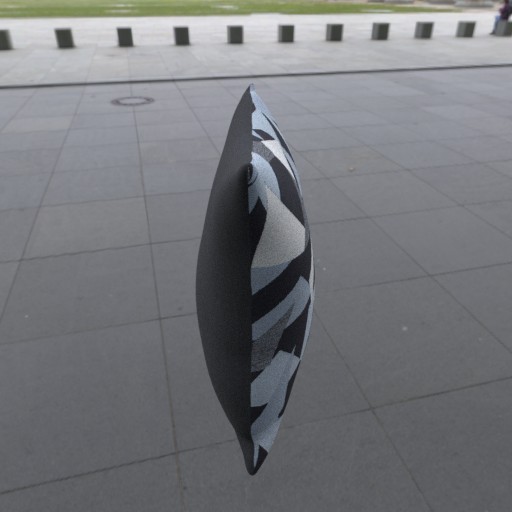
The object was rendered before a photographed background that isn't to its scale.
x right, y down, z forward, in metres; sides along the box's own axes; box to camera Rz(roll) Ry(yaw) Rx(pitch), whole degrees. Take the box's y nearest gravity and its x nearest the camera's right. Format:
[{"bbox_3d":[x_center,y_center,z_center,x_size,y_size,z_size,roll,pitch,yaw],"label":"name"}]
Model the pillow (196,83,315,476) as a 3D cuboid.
[{"bbox_3d":[0.000,0.000,0.770,0.208,0.496,0.503,0,31,0],"label":"pillow"}]
